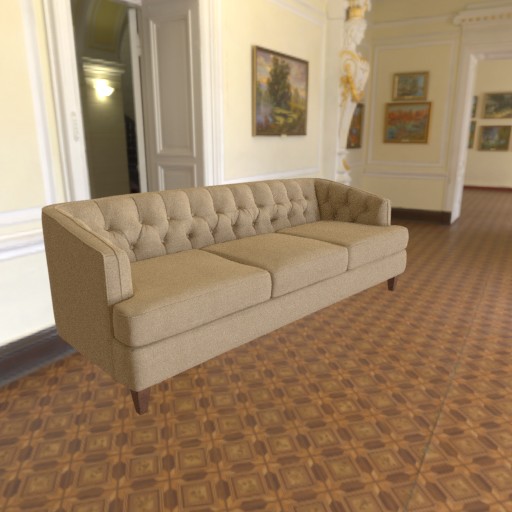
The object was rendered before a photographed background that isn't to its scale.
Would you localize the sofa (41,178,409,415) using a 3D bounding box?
[{"bbox_3d":[0.000,0.000,2.698,0.913,0.788,2.235,15,21,43],"label":"sofa"}]
